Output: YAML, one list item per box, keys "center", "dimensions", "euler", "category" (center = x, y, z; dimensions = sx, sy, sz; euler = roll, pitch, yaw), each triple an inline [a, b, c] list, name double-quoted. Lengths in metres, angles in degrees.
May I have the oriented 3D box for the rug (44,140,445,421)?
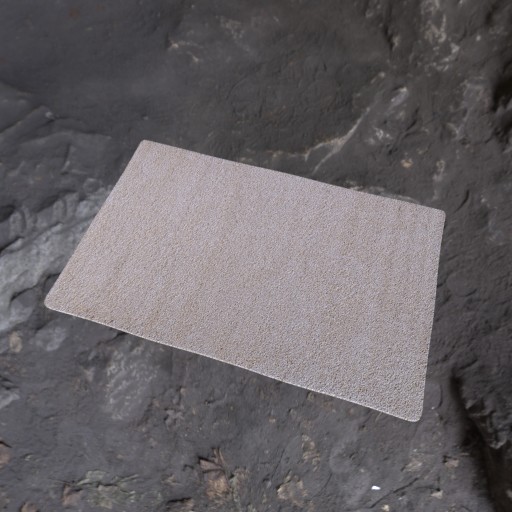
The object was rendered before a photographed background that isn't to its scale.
- center: [0.000, 0.000, 2.964]
  dimensions: [2.349, 0.026, 1.500]
  euler: [15, 60, 9]
  category: "rug"
